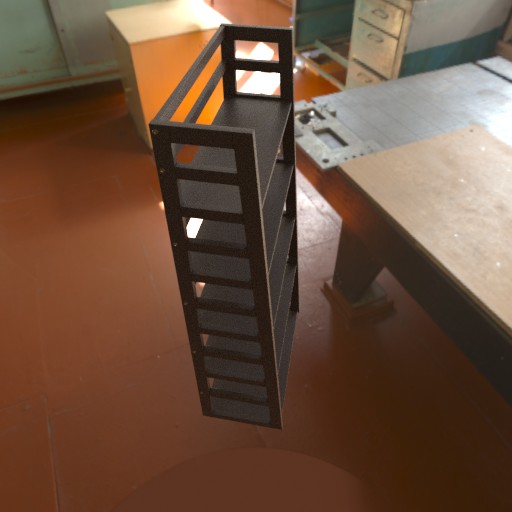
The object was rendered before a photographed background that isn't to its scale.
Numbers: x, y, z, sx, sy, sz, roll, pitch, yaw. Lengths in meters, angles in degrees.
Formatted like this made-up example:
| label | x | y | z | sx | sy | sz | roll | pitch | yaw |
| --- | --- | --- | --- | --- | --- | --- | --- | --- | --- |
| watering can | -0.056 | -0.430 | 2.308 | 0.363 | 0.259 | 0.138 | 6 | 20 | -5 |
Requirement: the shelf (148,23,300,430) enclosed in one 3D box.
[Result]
| label | x | y | z | sx | sy | sz | roll | pitch | yaw |
| --- | --- | --- | --- | --- | --- | --- | --- | --- | --- |
| shelf | 0.000 | 0.000 | 1.904 | 0.403 | 1.600 | 0.763 | 8 | 45 | 7 |
